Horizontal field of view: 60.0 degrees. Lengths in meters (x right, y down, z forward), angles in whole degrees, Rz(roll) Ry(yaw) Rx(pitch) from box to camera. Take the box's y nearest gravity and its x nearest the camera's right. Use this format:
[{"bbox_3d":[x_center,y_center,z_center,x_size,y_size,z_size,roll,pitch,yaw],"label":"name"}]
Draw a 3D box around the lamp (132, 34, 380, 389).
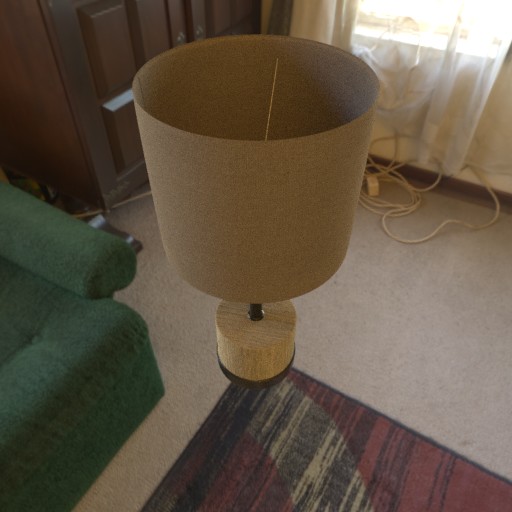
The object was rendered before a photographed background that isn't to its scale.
[{"bbox_3d":[0.000,0.000,0.579,0.229,0.470,0.229,9,46,9],"label":"lamp"}]
